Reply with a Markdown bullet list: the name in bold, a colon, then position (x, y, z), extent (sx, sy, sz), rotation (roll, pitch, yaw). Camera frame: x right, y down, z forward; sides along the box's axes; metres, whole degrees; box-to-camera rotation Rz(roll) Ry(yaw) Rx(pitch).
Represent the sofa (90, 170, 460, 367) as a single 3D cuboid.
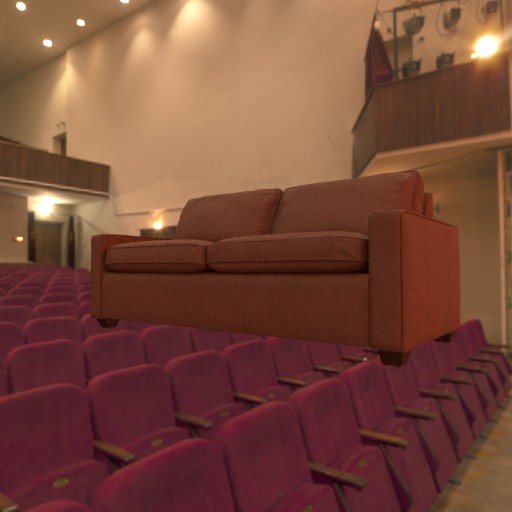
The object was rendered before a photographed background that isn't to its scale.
- **sofa**: position (0.000, 0.000, 2.620), extent (2.080, 0.919, 0.940), rotation (-1, -2, 37)
